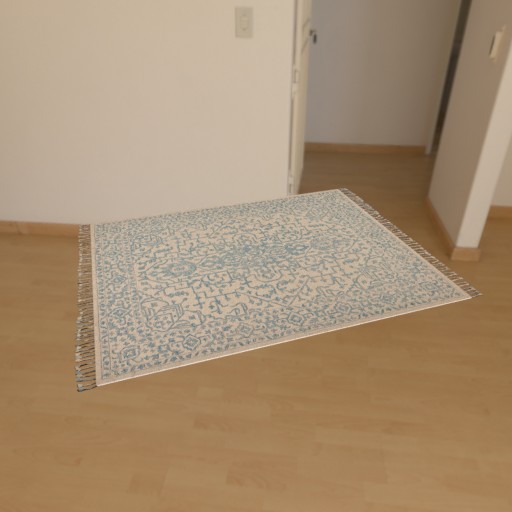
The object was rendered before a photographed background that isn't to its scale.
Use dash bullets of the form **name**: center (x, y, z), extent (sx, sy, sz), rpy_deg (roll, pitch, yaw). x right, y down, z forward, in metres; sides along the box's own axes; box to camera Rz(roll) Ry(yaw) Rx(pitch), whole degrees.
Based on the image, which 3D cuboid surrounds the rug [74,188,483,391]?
- **rug**: center (0.000, 0.000, 4.330), extent (3.327, 0.010, 2.464), rpy_deg (-10, 33, -16)
